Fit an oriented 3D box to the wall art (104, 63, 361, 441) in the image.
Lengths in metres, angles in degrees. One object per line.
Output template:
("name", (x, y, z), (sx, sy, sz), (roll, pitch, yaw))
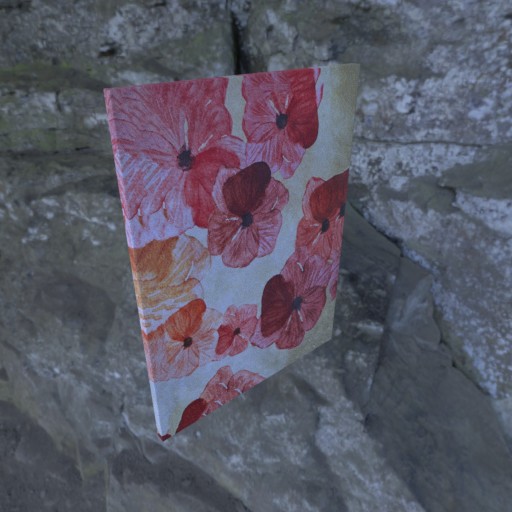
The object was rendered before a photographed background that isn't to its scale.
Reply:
("wall art", (0.000, 0.000, 1.326), (0.762, 1.015, 0.031), (-22, 36, -34))
